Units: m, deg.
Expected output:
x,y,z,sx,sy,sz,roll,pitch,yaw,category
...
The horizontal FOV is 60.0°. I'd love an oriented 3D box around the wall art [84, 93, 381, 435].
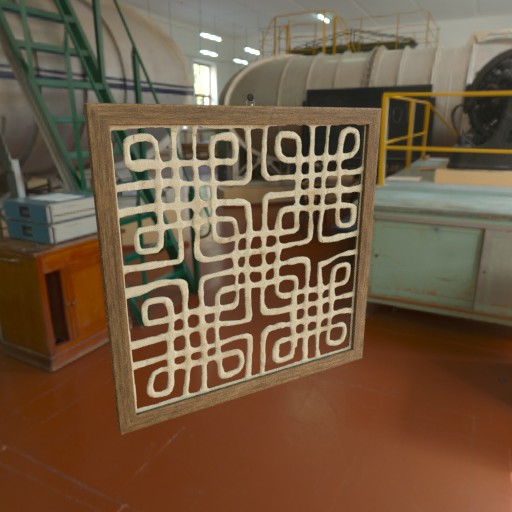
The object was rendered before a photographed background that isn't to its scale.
x,y,z,sx,sy,sz,roll,pitch,yaw,category
0.000,0.000,0.842,0.561,0.582,0.021,-9,19,-27,wall art
